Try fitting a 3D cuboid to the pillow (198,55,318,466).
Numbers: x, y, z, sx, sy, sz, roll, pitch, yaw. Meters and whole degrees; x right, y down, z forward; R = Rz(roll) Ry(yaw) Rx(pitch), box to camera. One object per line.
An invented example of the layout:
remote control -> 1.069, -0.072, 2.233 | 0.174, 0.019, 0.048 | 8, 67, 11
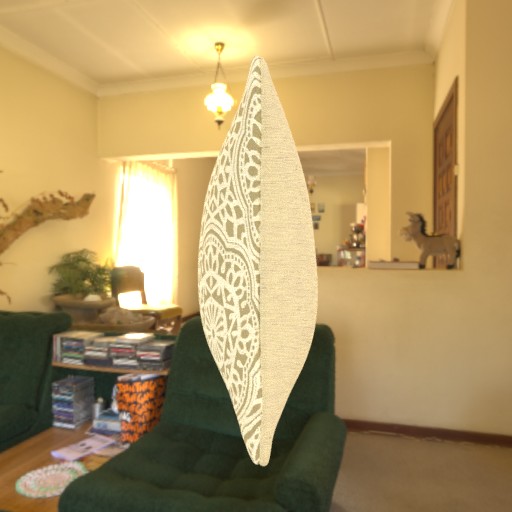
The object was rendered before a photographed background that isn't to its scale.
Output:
pillow -> 0.000, 0.000, 0.659 | 0.167, 0.421, 0.438 | 0, 1, -1
